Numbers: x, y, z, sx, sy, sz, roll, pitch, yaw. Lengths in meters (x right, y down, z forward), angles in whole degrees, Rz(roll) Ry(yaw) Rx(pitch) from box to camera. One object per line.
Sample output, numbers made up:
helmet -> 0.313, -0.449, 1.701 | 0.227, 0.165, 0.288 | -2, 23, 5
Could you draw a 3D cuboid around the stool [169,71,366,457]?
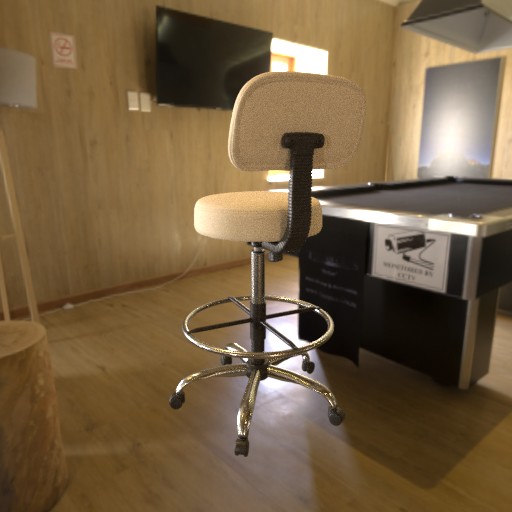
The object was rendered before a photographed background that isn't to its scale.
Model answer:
stool -> 0.000, 0.000, 1.494 | 0.609, 1.080, 0.616 | -7, 16, -25
